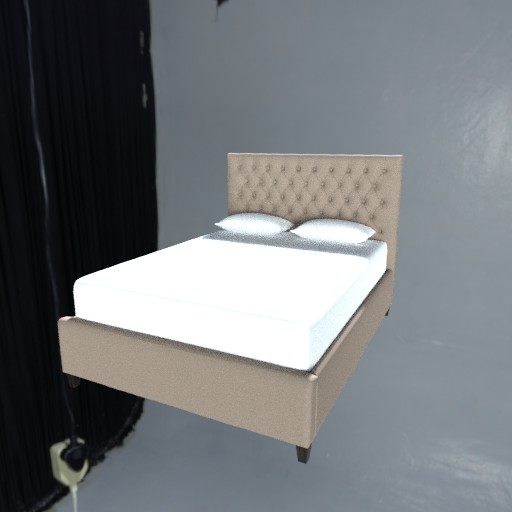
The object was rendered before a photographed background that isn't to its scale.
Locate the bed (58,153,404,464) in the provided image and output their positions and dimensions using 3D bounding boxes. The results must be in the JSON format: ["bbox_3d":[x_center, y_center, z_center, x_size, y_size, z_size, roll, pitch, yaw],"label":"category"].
[{"bbox_3d":[0.000,0.000,3.288,1.696,1.426,2.233,7,16,25],"label":"bed"}]
